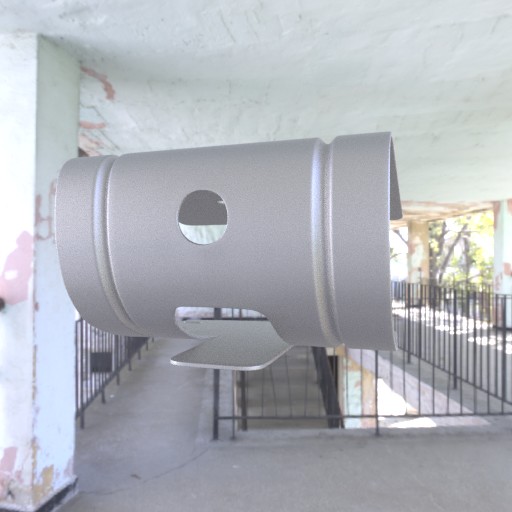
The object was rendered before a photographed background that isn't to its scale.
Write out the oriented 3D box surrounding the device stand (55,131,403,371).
[{"bbox_3d":[0.000,0.000,0.401,0.256,0.155,0.236,0,-1,17],"label":"device stand"}]
